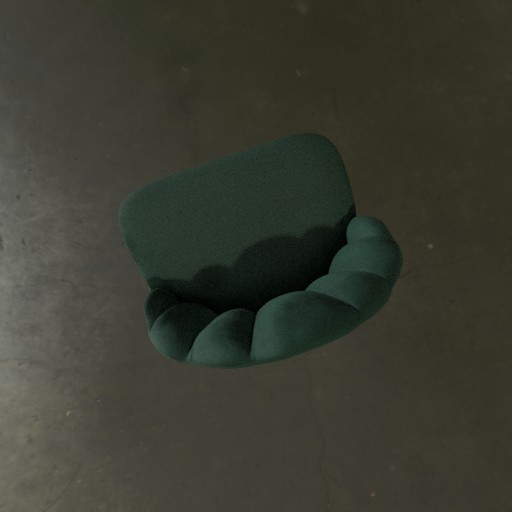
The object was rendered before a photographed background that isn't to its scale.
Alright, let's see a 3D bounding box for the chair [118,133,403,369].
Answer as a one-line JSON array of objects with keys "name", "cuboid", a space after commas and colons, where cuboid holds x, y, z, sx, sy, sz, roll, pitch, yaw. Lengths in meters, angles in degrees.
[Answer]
[{"name": "chair", "cuboid": [0.000, 0.000, 1.250, 0.657, 0.819, 0.599, -20, 76, -5]}]
